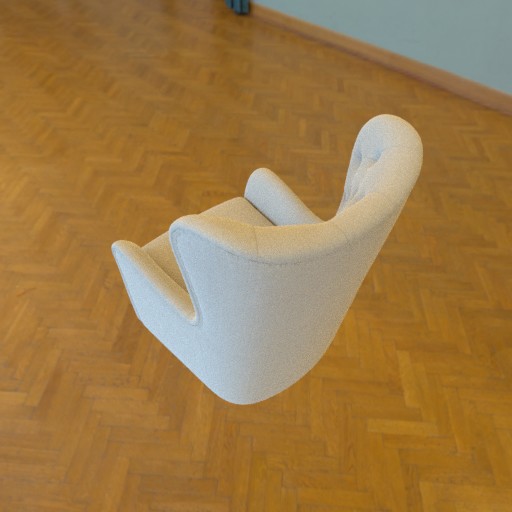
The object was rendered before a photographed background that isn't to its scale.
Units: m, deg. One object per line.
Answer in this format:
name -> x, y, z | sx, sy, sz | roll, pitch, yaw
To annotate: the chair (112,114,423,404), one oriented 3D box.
chair -> 0.000, 0.000, 1.726 | 0.831, 1.079, 0.929 | -32, 53, -28
